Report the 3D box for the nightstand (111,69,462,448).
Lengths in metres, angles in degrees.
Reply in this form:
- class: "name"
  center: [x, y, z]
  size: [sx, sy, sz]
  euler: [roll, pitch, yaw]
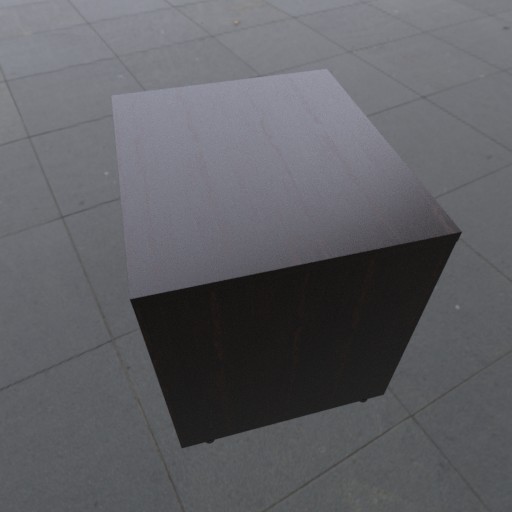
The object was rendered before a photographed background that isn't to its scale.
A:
- class: "nightstand"
  center: [0.000, 0.000, 0.879]
  size: [0.427, 0.487, 0.489]
  euler: [-11, 48, -10]
